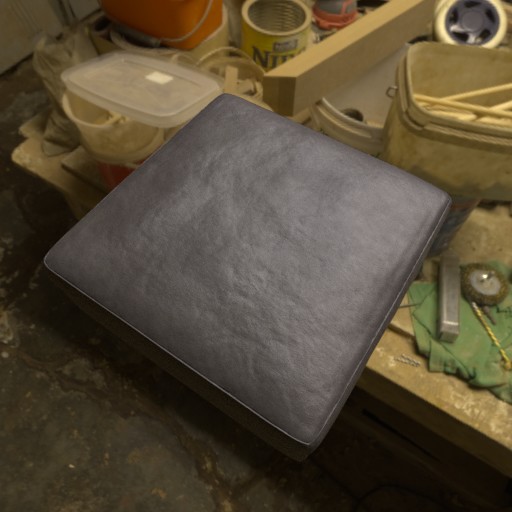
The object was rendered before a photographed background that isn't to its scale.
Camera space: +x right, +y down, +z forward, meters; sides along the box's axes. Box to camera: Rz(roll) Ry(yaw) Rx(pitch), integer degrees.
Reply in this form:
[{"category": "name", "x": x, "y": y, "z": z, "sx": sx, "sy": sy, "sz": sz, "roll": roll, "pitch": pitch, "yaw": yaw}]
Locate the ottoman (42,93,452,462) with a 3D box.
[{"category": "ottoman", "x": 0.000, "y": 0.000, "z": 1.325, "sx": 0.844, "sy": 0.415, "sz": 0.836, "roll": 30, "pitch": 63, "yaw": 17}]
